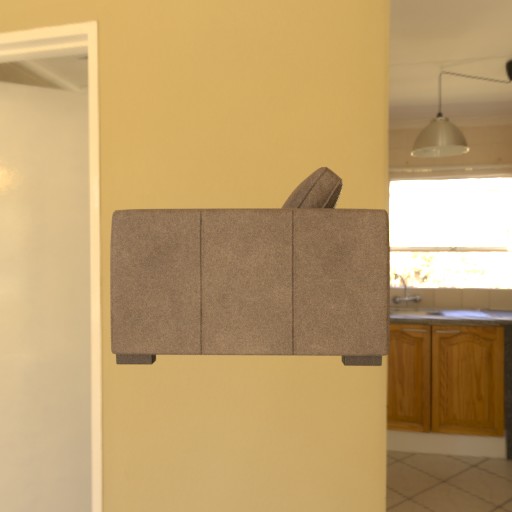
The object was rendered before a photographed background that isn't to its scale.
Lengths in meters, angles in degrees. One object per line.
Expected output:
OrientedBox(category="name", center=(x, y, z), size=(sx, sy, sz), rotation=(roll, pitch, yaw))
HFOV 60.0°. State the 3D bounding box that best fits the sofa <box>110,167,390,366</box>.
OrientedBox(category="sofa", center=(0.000, 0.000, 2.759), size=(1.070, 0.801, 2.262), rotation=(0, 1, 1))
